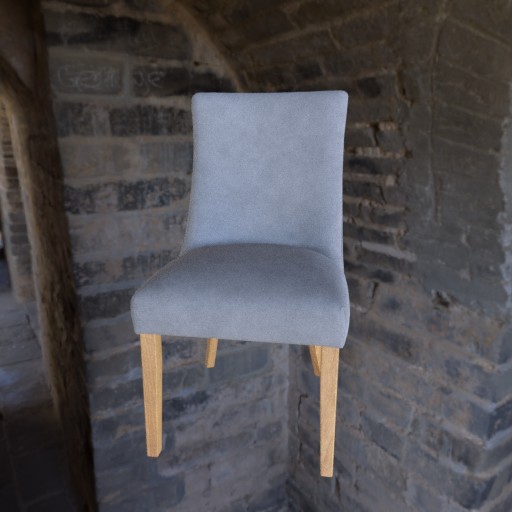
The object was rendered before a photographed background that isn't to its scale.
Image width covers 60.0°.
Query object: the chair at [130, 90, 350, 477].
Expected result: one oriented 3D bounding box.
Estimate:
[{"bbox_3d":[0.000,0.000,1.222,0.495,0.902,0.610,2,15,9],"label":"chair"}]
